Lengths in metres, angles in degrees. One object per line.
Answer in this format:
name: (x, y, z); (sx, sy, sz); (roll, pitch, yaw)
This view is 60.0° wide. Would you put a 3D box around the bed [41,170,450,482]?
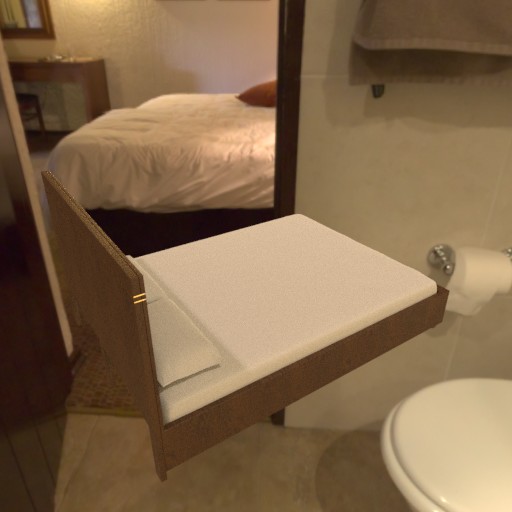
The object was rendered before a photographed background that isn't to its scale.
bed: (0.000, 0.000, 3.057); (2.221, 1.169, 1.613); (-18, 33, -30)
